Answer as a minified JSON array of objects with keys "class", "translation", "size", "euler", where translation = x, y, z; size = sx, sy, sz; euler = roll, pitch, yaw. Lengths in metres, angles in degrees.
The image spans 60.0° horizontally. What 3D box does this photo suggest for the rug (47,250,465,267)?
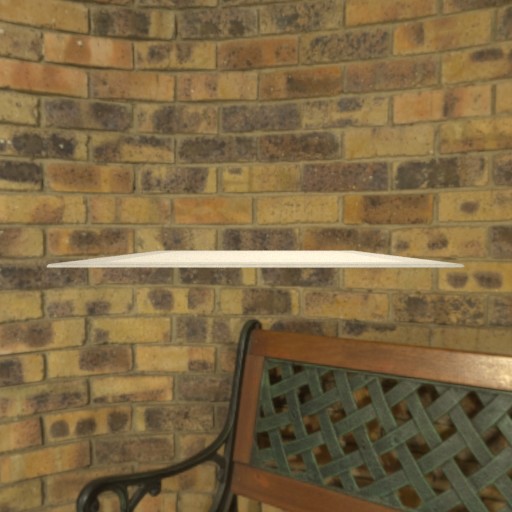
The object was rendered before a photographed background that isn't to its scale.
[{"class":"rug","translation":[0.000,0.000,4.032],"size":[2.430,0.018,2.976],"euler":[0,2,0]}]
